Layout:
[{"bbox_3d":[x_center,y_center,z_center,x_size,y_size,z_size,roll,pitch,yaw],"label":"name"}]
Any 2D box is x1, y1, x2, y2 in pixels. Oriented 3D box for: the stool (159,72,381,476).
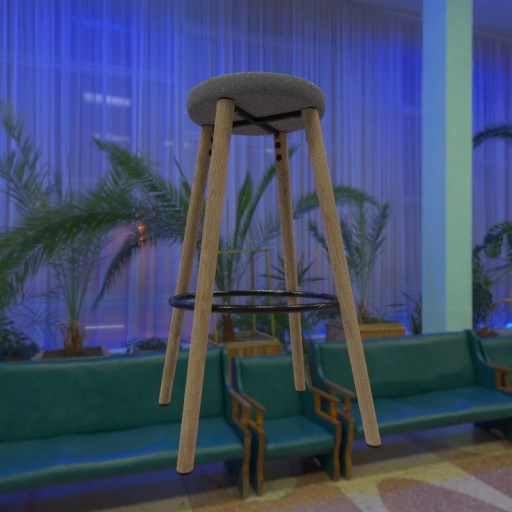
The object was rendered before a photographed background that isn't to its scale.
[{"bbox_3d":[0.000,0.000,1.027,0.410,0.770,0.410,0,0,-17],"label":"stool"}]
